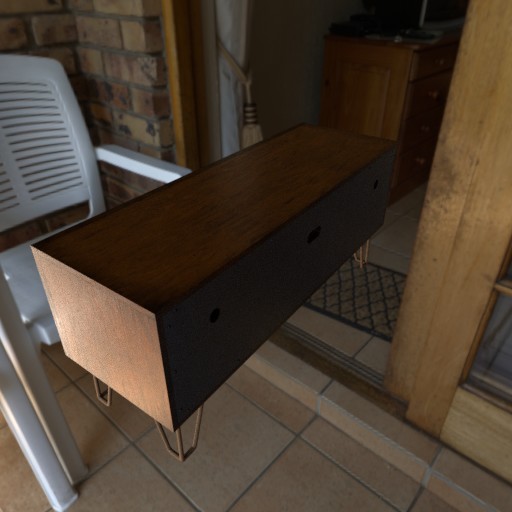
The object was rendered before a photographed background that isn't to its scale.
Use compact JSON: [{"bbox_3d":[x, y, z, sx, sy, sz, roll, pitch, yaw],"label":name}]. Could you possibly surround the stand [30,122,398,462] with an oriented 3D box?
[{"bbox_3d":[0.000,0.000,1.675,0.481,0.610,1.372,22,39,30],"label":"stand"}]
